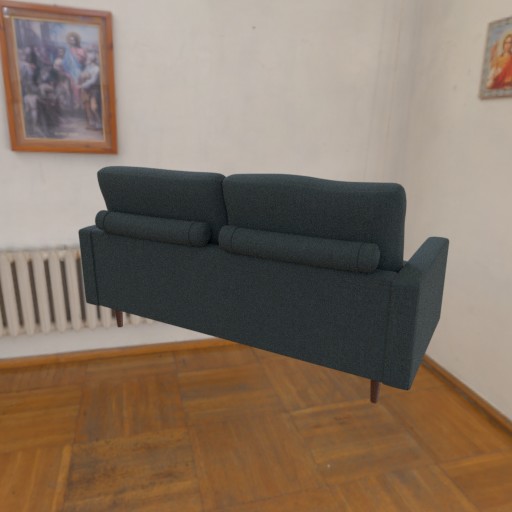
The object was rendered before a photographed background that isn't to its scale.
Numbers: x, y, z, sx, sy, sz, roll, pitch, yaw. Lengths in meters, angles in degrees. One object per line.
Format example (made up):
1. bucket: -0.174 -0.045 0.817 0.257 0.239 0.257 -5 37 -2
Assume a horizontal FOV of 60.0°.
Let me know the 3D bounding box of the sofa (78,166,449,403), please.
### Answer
1. sofa: 0.000 0.000 2.639 2.010 1.050 0.966 9 18 29
